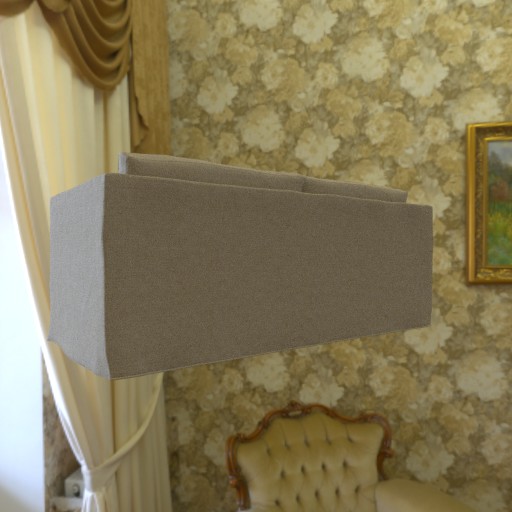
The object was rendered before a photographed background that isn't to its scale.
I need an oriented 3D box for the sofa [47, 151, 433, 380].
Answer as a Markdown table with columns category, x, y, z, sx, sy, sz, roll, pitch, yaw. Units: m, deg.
| category | x | y | z | sx | sy | sz | roll | pitch | yaw |
| --- | --- | --- | --- | --- | --- | --- | --- | --- | --- |
| sofa | 0.000 | 0.000 | 2.458 | 1.987 | 0.847 | 0.956 | 0 | 1 | -36 |
